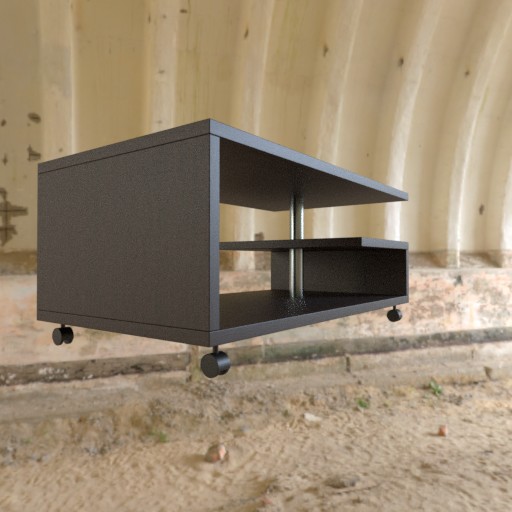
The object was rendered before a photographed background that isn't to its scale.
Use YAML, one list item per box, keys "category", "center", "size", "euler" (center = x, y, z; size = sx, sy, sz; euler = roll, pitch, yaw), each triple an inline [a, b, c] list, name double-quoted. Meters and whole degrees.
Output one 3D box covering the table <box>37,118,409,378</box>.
- category: "table"
  center: [0.000, 0.000, 1.357]
  size: [0.590, 0.460, 1.050]
  euler: [-1, -1, 37]
